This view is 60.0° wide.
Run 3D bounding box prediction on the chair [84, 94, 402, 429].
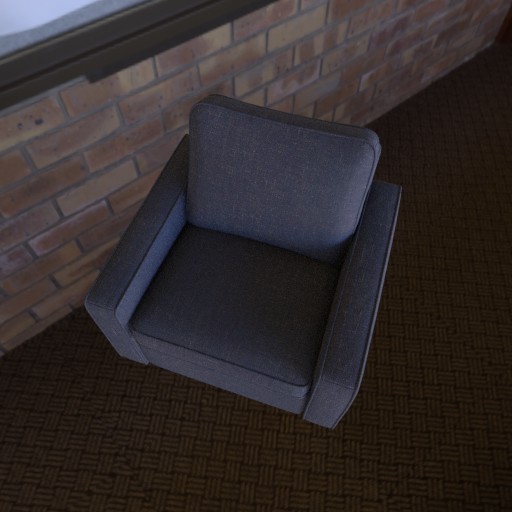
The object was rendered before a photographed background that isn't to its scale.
[{"bbox_3d":[0.000,0.000,1.796,1.017,0.919,0.940,16,59,10],"label":"chair"}]
